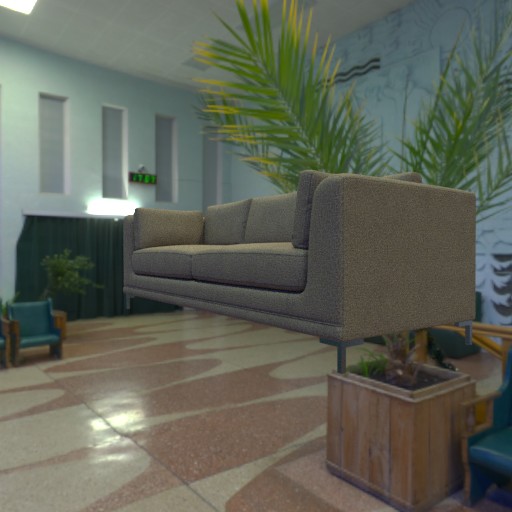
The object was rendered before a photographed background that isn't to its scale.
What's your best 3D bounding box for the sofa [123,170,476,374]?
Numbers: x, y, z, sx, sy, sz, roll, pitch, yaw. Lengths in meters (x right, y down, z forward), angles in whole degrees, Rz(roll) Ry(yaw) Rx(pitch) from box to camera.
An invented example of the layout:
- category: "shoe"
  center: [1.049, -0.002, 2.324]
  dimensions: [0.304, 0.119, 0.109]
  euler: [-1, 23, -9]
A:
- category: "sofa"
  center: [0.000, 0.000, 2.898]
  dimensions: [0.969, 0.867, 2.415]
  euler: [0, 1, -35]
